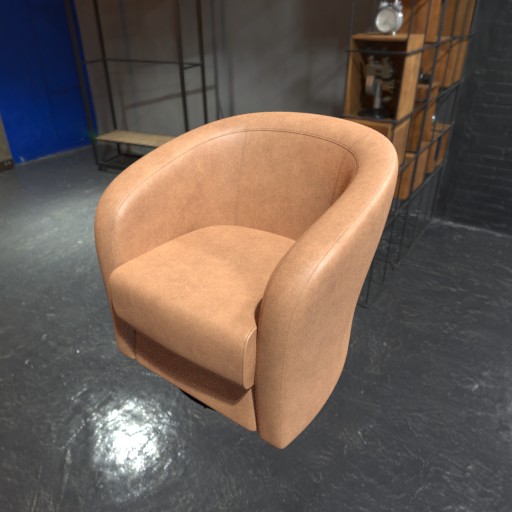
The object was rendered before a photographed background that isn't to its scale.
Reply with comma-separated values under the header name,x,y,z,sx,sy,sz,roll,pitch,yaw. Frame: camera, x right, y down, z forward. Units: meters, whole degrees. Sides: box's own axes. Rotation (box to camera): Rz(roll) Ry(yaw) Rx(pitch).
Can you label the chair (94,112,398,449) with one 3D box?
name,x,y,z,sx,sy,sz,roll,pitch,yaw
chair,0.000,0.000,1.450,0.791,0.771,0.815,20,35,31
